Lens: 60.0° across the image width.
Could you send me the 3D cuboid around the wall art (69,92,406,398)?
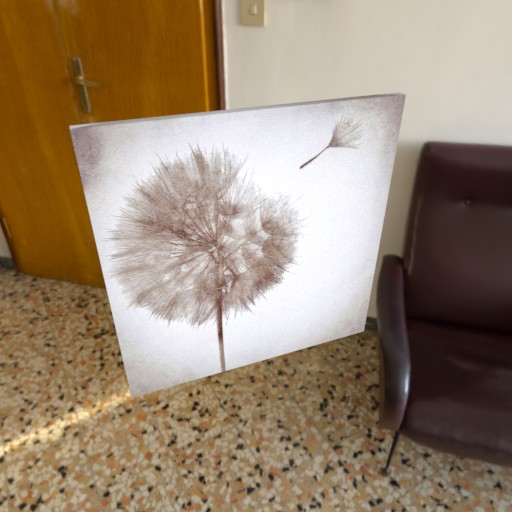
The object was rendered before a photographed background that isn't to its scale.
[{"bbox_3d":[0.000,0.000,1.167,0.762,0.762,0.027,-12,35,-18],"label":"wall art"}]
